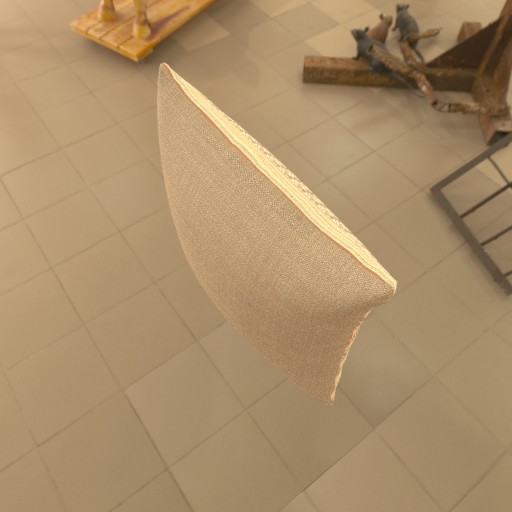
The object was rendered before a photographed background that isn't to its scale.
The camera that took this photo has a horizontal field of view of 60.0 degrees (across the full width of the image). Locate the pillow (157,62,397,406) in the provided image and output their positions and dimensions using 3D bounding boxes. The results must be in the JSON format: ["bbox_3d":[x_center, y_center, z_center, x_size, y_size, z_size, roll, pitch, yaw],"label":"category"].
[{"bbox_3d":[0.000,0.000,0.818,0.215,0.519,0.521,-32,63,-19],"label":"pillow"}]
